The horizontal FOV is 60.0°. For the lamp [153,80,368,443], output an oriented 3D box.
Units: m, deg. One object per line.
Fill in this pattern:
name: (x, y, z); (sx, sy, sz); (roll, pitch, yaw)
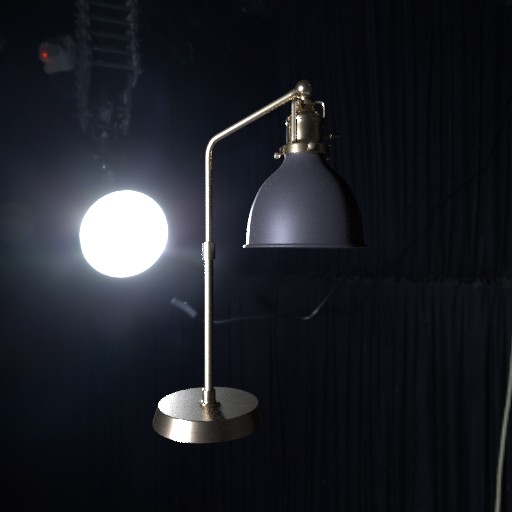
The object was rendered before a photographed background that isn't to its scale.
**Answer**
lamp: (0.000, 0.000, 0.596); (0.291, 0.456, 0.160); (0, 1, 17)
